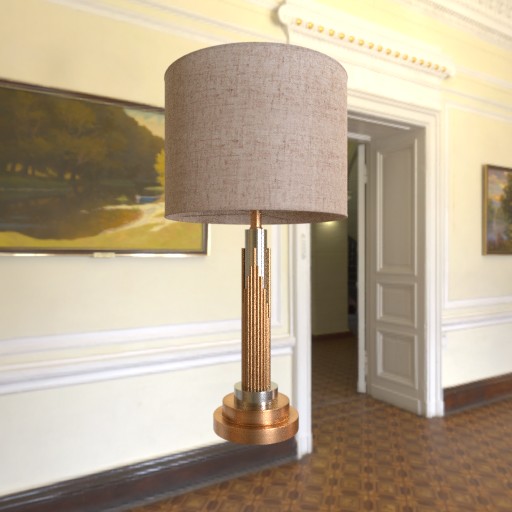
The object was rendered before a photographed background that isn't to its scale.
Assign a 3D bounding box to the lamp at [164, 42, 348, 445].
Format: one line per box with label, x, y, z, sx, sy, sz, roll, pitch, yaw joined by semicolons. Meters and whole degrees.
lamp;0.000;0.000;0.791;0.321;0.610;0.321;0;0;-18
